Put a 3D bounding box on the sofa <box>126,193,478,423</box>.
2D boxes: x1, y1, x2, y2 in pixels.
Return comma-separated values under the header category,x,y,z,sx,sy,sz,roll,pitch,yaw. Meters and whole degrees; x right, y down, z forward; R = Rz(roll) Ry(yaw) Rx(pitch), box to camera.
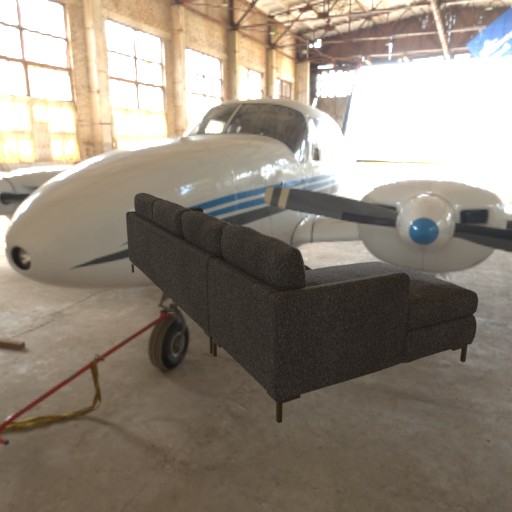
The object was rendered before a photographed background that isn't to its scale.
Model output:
category,x,y,z,sx,sy,sz,roll,pitch,yaw
sofa,0.000,0.000,3.446,1.350,0.810,2.932,-7,16,-27
